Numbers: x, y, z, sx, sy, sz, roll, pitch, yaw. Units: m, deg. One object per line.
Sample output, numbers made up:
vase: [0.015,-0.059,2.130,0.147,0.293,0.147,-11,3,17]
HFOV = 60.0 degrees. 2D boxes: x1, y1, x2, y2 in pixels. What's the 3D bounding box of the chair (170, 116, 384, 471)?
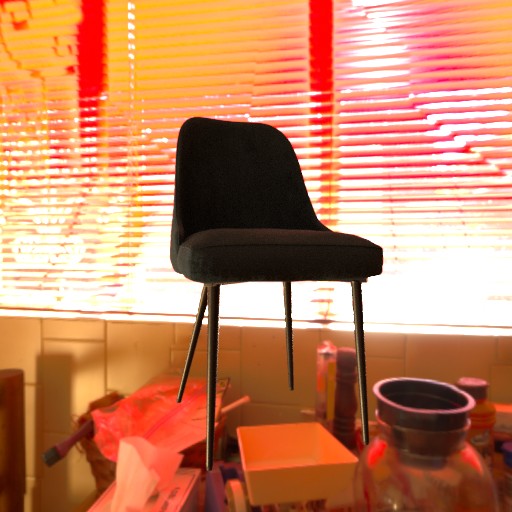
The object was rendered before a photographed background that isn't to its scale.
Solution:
chair: [0.000,0.000,1.221,0.478,0.896,0.559,0,1,-19]
